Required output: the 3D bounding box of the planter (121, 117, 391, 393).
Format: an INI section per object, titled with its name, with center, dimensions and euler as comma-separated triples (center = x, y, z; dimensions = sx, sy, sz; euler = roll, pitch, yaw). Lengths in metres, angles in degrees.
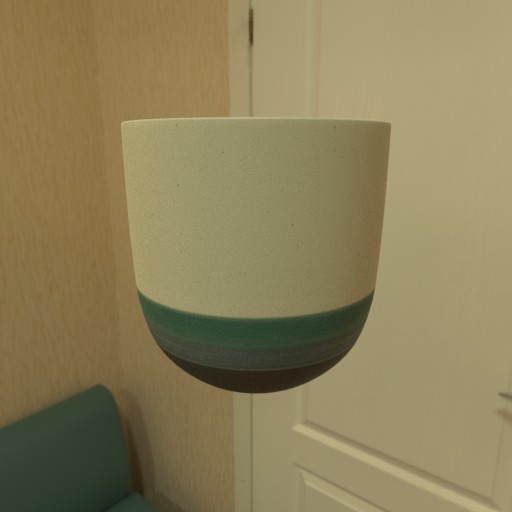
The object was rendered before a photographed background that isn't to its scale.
[planter]
center = 0.000, 0.000, 0.374
dimensions = 0.204, 0.214, 0.204
euler = 0, 15, 0
